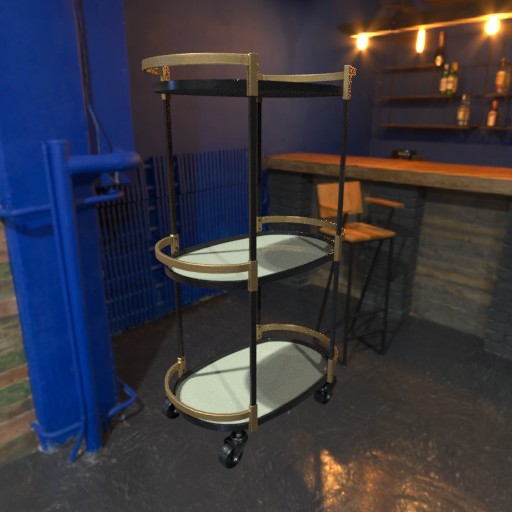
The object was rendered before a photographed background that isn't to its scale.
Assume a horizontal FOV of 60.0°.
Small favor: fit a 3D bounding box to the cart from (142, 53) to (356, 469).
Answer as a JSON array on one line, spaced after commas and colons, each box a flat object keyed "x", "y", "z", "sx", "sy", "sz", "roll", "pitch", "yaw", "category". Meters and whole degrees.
[{"x": 0.000, "y": 0.000, "z": 1.117, "sx": 0.515, "sy": 0.885, "sz": 0.311, "roll": -16, "pitch": 24, "yaw": -41, "category": "cart"}]
